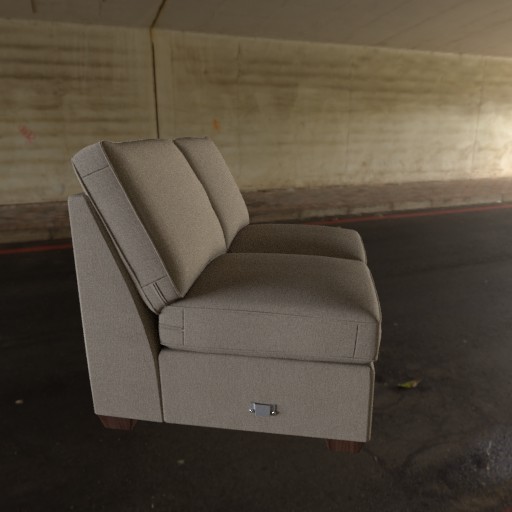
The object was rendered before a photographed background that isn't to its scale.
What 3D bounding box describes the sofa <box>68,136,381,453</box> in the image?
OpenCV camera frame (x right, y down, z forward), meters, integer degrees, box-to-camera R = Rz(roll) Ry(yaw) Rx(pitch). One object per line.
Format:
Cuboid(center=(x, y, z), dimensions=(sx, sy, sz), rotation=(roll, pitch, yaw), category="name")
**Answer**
Cuboid(center=(0.000, 0.000, 1.944), dimensions=(0.978, 1.006, 1.232), rotation=(3, 16, 9), category="sofa")
